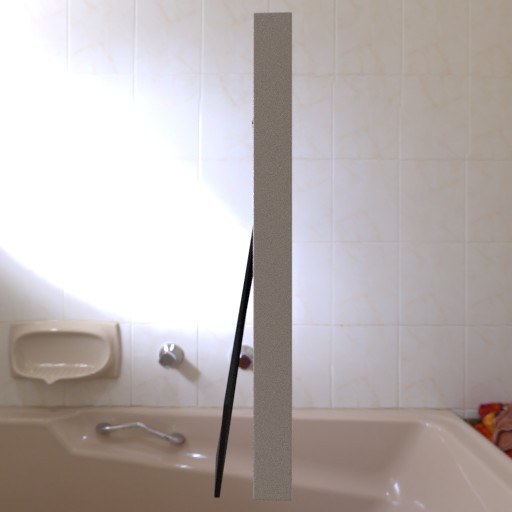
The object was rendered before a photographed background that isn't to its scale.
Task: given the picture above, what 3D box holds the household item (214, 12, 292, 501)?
[{"bbox_3d":[0.000,0.000,0.327,0.045,0.250,0.200,0,0,2],"label":"household item"}]
